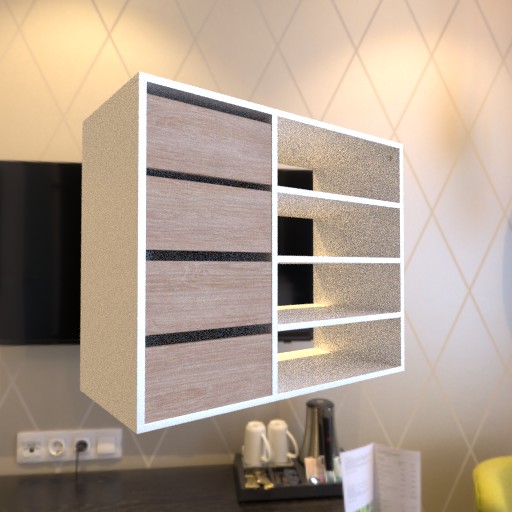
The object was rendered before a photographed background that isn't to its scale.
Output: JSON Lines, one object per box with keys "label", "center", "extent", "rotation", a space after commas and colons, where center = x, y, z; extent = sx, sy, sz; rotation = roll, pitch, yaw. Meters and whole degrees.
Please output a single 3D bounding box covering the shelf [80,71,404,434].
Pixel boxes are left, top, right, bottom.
{"label": "shelf", "center": [0.000, 0.000, 1.320], "extent": [0.895, 0.732, 0.396], "rotation": [1, -2, -37]}
